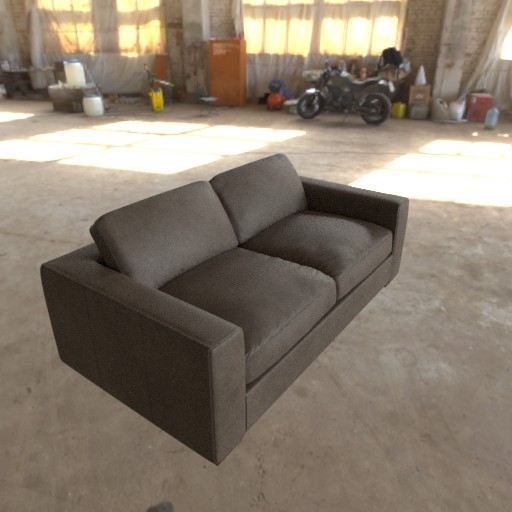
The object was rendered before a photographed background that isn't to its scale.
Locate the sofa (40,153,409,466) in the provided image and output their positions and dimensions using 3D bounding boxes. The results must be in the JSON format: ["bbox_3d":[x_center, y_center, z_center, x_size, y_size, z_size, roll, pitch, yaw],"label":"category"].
[{"bbox_3d":[0.000,0.000,2.475,1.070,0.800,1.920,18,32,32],"label":"sofa"}]
